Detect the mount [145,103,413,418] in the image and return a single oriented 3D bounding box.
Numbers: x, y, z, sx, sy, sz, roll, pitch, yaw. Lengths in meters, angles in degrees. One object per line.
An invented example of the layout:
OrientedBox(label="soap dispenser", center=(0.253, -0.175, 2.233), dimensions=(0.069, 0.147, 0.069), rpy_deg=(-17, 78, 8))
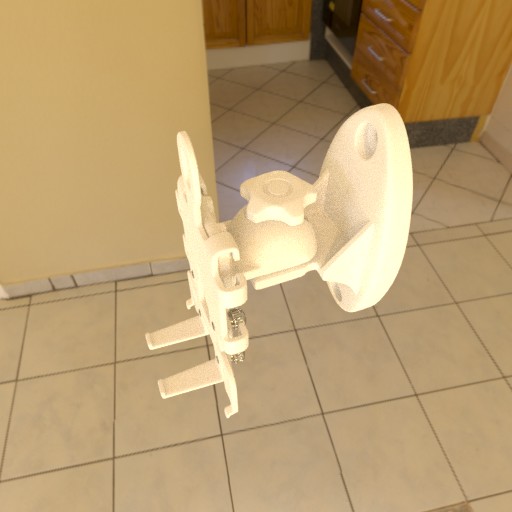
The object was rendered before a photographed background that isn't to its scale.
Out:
OrientedBox(label="mount", center=(0.000, 0.000, 0.176), dimensions=(0.100, 0.118, 0.066), rpy_deg=(-16, 48, -15))
